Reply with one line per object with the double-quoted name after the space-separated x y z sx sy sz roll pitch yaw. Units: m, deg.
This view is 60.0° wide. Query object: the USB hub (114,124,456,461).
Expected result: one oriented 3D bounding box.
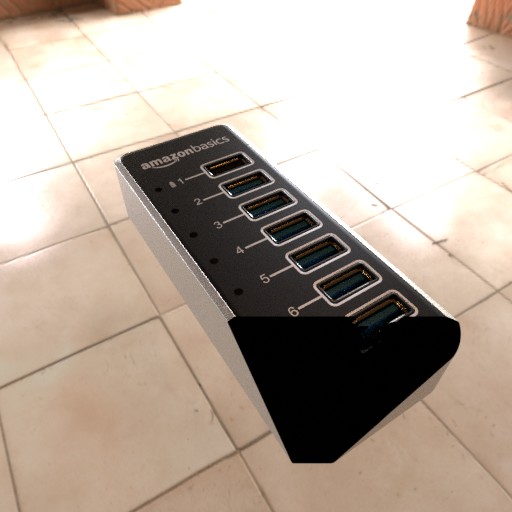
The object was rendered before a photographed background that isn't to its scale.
0.000 0.000 0.129 0.044 0.023 0.110 -25 51 -22 "USB hub"
